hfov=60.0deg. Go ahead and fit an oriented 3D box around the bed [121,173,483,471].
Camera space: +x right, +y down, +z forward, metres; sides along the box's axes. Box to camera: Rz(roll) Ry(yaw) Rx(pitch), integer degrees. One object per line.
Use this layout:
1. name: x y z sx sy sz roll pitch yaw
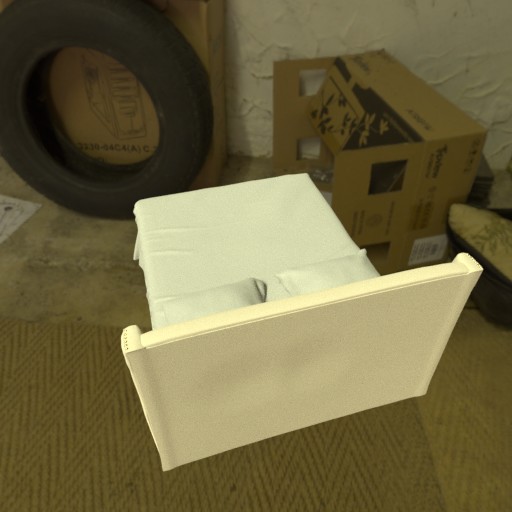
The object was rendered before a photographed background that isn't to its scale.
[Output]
1. bed: 0.000 0.000 3.408 1.925 1.332 2.276 -11 44 -12
